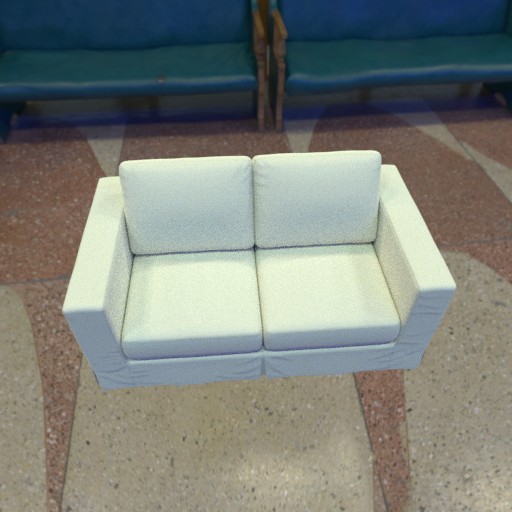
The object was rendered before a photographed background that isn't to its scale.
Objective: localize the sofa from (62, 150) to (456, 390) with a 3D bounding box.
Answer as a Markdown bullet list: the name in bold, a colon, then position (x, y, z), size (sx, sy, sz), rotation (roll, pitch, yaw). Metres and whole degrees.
- **sofa**: position (0.000, 0.000, 2.474), size (1.813, 0.932, 1.009), rotation (-3, 46, -3)
